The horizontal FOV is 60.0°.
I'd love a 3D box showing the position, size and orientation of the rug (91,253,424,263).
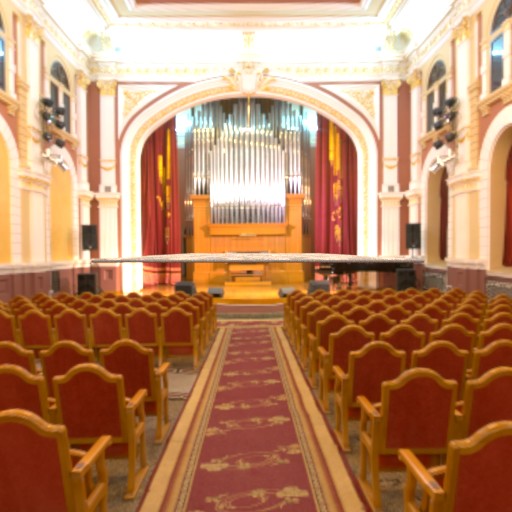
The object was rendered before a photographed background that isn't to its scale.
[{"bbox_3d":[0.000,0.000,1.409,0.604,0.007,1.219,0,1,0],"label":"rug"}]
